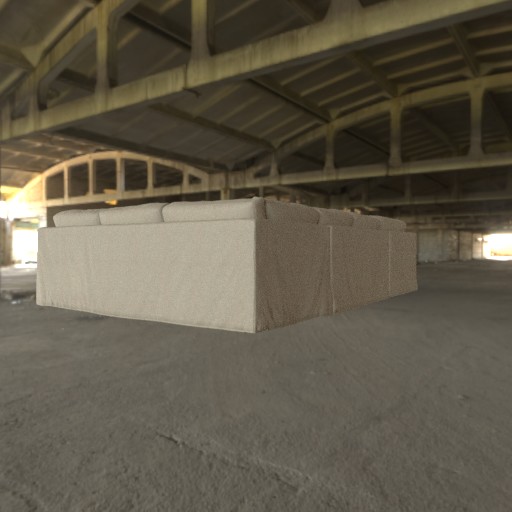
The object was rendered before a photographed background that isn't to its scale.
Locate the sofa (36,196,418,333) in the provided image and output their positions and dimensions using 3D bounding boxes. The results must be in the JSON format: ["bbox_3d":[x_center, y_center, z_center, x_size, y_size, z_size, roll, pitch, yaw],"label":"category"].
[{"bbox_3d":[0.000,0.000,4.716,2.476,0.878,3.528,1,1,35],"label":"sofa"}]
